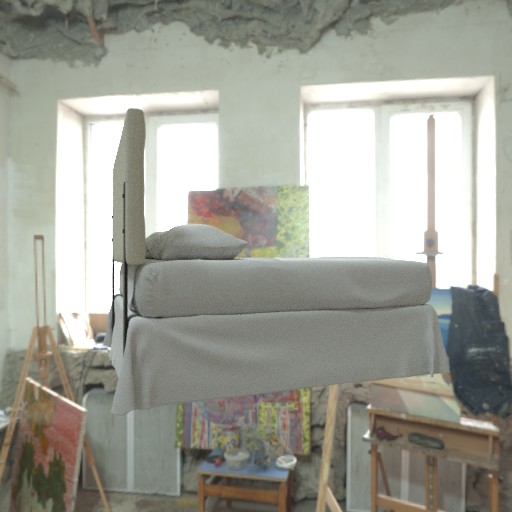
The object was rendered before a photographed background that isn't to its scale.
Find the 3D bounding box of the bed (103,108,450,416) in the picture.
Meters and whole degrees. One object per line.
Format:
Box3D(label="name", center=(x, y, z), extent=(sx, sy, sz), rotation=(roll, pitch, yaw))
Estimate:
Box3D(label="bed", center=(0.000, 0.000, 3.448), extent=(2.222, 1.577, 1.936), rotation=(0, 0, -20))
